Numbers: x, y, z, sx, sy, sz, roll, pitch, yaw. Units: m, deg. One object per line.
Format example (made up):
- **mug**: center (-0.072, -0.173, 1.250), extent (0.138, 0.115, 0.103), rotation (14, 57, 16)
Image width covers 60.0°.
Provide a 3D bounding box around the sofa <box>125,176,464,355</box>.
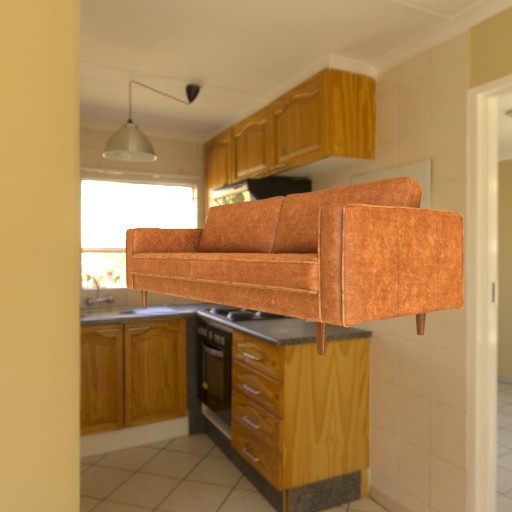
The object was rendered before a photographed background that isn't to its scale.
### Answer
- **sofa**: center (0.000, 0.000, 2.714), extent (0.886, 0.779, 2.199), rotation (0, 1, -37)
